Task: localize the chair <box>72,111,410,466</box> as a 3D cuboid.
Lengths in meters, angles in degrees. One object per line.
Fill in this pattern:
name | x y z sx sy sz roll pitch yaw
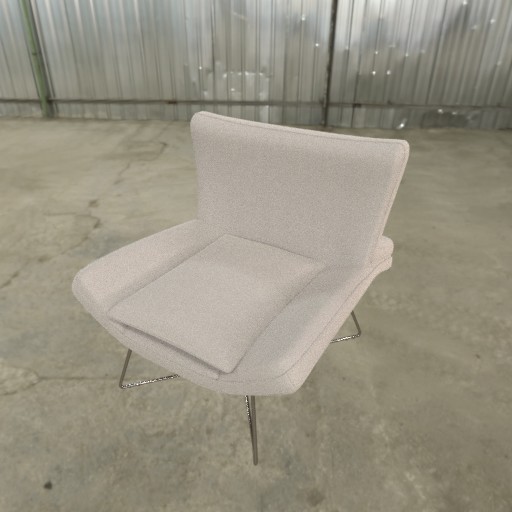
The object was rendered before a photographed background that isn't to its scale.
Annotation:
chair | 0.000 0.000 1.616 0.859 0.855 1.008 17 34 28
